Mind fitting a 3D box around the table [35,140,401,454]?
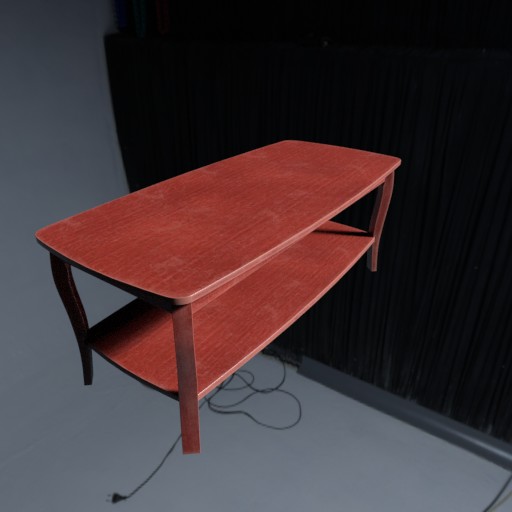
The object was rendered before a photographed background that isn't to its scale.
[{"bbox_3d":[0.000,0.000,1.475,0.561,0.473,1.216,19,33,31],"label":"table"}]
